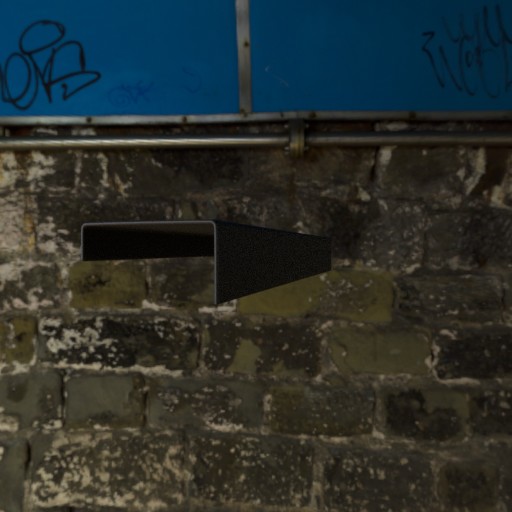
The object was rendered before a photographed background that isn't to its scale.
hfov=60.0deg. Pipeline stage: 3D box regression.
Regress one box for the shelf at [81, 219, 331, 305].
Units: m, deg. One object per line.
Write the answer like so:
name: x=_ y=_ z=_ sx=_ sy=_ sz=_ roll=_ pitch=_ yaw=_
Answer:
shelf: x=0.000 y=0.000 z=0.502 sx=0.102 sy=0.053 sz=0.456 roll=0 pitch=1 yaw=18
